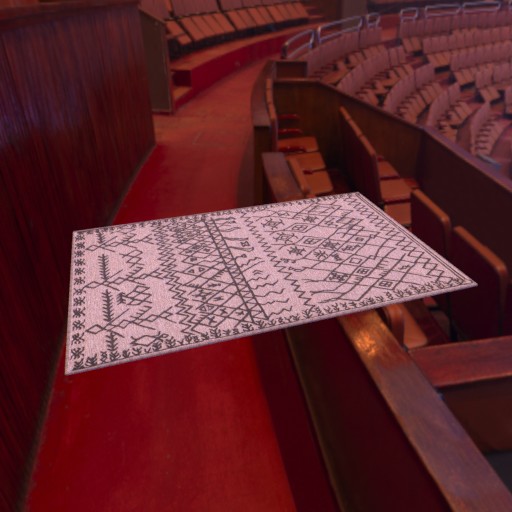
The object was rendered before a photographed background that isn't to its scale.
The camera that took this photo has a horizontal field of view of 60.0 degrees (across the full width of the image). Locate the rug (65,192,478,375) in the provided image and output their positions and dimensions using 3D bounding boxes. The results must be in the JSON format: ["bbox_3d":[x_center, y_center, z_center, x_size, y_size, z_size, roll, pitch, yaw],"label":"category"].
[{"bbox_3d":[0.000,0.000,3.088,2.444,0.012,1.526,-10,33,-15],"label":"rug"}]
